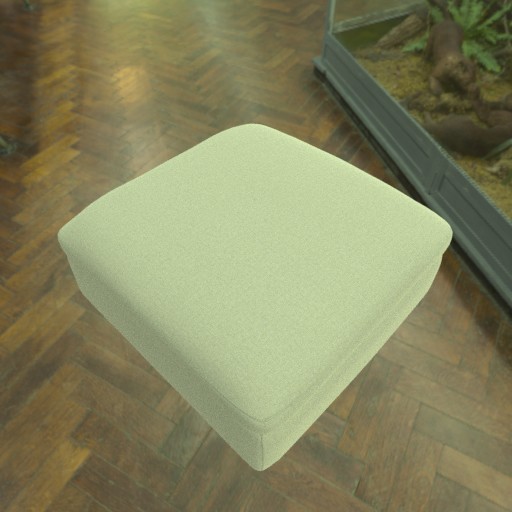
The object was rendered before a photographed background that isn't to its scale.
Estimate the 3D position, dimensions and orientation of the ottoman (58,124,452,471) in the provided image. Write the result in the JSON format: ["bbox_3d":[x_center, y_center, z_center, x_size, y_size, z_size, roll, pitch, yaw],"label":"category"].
[{"bbox_3d":[0.000,0.000,1.562,0.996,0.467,0.977,35,57,28],"label":"ottoman"}]
